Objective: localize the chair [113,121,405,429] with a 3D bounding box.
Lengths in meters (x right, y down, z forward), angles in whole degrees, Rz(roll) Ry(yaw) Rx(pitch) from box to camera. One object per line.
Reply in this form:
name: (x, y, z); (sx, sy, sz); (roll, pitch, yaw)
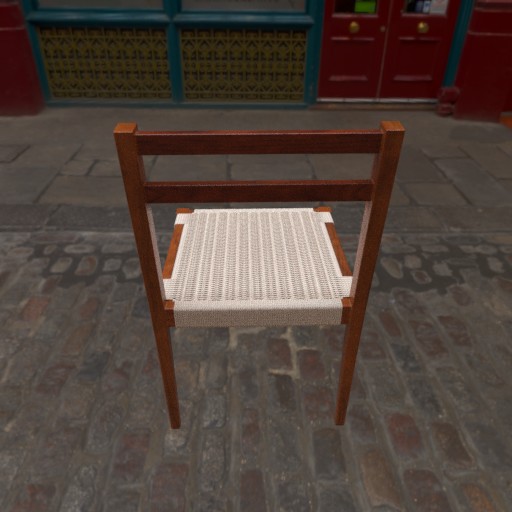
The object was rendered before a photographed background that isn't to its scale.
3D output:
chair: (0.000, 0.000, 1.203); (0.495, 0.851, 0.569); (-1, 32, -1)
